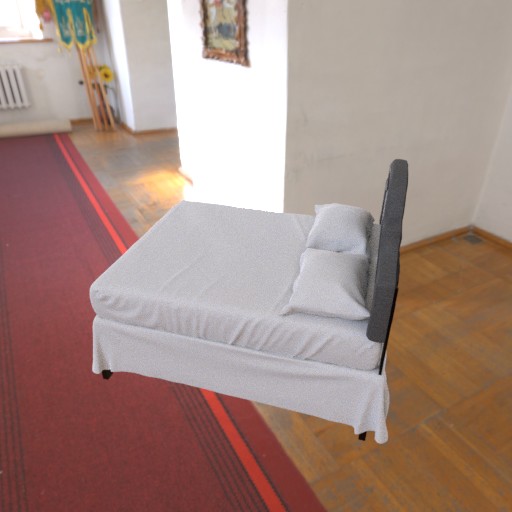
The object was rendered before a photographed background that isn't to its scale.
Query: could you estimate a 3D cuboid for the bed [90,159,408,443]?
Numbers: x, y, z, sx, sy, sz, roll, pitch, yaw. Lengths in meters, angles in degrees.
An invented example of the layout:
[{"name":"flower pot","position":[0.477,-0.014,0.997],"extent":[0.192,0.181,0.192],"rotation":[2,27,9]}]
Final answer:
[{"name":"bed","position":[0.000,0.000,3.379],"extent":[2.222,1.634,1.780],"rotation":[8,32,14]}]
